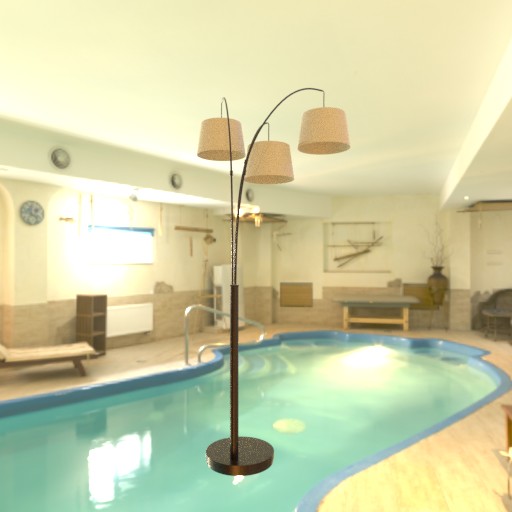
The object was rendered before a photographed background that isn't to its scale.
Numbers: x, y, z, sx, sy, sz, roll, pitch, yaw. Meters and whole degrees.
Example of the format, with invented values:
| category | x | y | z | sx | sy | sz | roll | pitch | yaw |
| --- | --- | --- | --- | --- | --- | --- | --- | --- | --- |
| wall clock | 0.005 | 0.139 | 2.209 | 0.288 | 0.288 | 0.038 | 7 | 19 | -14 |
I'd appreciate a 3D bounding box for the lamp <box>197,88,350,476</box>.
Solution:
| category | x | y | z | sx | sy | sz | roll | pitch | yaw |
| --- | --- | --- | --- | --- | --- | --- | --- | --- | --- |
| lamp | 0.000 | 0.000 | 2.412 | 0.951 | 1.950 | 0.924 | 0 | -1 | 18 |
